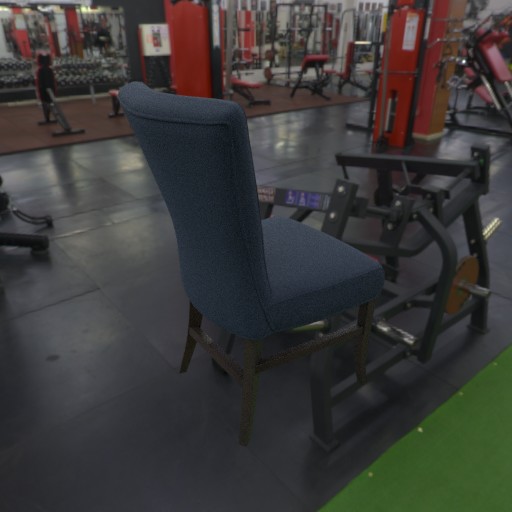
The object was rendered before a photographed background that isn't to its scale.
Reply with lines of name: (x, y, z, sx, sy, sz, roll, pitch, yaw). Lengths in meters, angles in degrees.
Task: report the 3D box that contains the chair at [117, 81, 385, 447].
chair: (0.000, 0.000, 1.354, 0.660, 0.991, 0.520, -19, 33, -32)
